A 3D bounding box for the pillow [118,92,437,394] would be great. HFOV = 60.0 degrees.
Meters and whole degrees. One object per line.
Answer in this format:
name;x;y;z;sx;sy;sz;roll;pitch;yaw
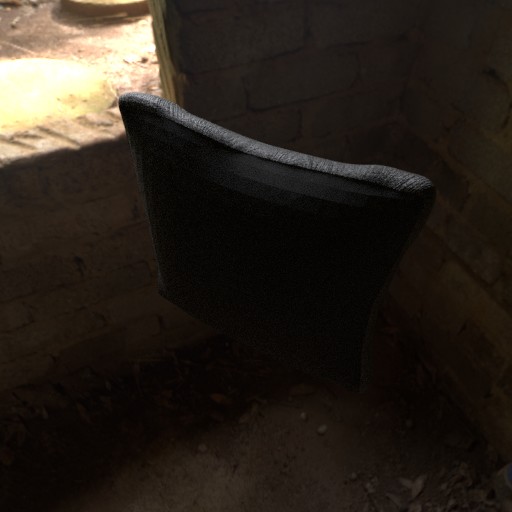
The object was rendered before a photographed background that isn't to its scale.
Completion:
pillow;0.000;0.000;0.815;0.533;0.523;0.210;22;50;20
